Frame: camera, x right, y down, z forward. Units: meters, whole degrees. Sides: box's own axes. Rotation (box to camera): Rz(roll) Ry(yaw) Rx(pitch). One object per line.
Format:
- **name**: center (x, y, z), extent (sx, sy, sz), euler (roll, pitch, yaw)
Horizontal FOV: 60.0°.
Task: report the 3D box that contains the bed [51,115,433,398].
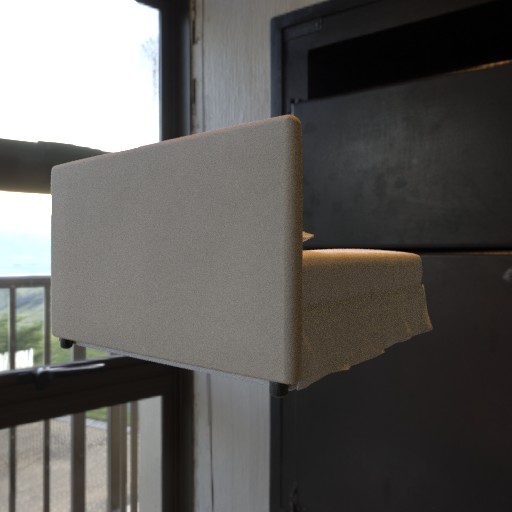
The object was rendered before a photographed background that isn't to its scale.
- **bed**: center (0.000, 0.000, 3.511), extent (2.119, 1.317, 2.319), euler (0, 0, 36)
